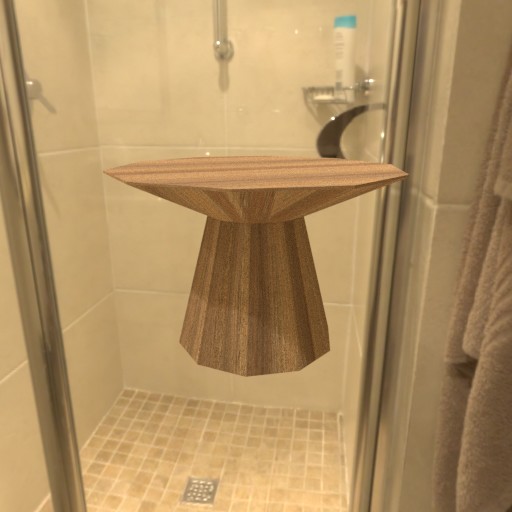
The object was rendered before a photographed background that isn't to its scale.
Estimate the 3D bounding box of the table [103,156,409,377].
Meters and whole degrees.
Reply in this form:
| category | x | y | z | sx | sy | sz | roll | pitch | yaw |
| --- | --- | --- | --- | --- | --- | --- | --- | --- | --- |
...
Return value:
| category | x | y | z | sx | sy | sz | roll | pitch | yaw |
| --- | --- | --- | --- | --- | --- | --- | --- | --- | --- |
| table | 0.000 | 0.000 | 1.906 | 1.186 | 0.752 | 1.186 | 0 | 17 | 0 |
